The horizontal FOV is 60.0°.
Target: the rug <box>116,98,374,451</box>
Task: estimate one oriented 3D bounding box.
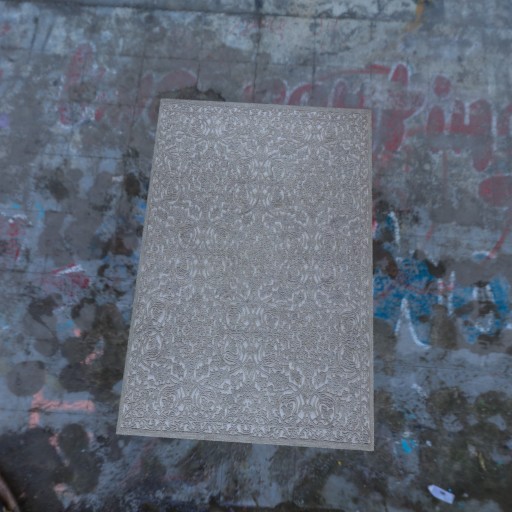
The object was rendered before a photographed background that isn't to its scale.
[{"bbox_3d":[0.000,0.000,2.332,1.221,0.006,1.827,3,75,1],"label":"rug"}]
